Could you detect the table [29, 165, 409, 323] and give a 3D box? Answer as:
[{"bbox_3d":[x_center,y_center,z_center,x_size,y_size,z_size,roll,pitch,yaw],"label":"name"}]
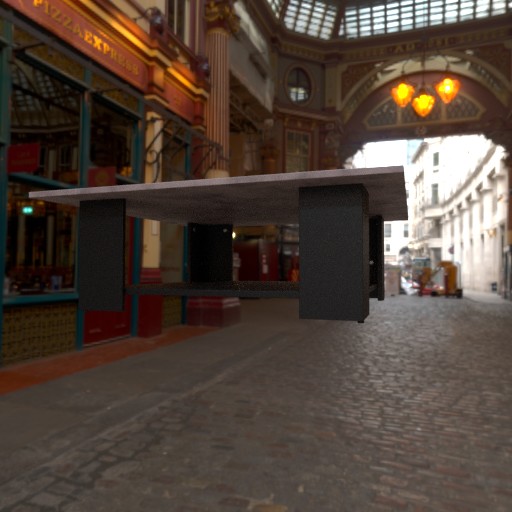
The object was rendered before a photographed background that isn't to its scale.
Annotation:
[{"bbox_3d":[0.000,0.000,1.375,0.890,0.305,0.890,-1,-2,20],"label":"table"}]
